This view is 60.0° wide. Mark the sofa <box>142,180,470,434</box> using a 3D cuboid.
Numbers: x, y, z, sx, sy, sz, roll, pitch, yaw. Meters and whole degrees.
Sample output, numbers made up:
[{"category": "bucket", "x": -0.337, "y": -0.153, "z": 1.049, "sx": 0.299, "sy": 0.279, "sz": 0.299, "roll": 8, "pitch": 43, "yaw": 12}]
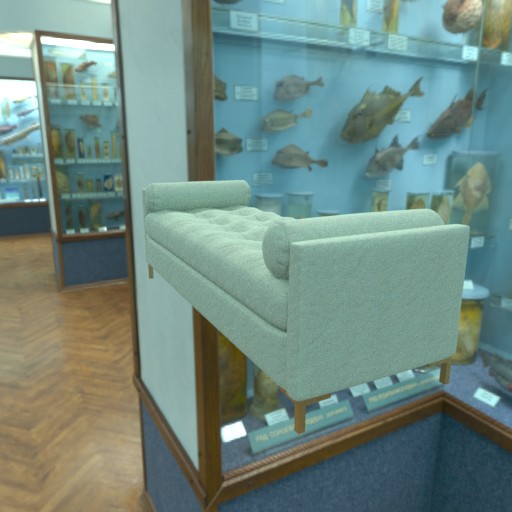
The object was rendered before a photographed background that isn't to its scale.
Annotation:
[{"category": "sofa", "x": 0.000, "y": 0.000, "z": 2.467, "sx": 0.796, "sy": 0.705, "sz": 2.102, "roll": -7, "pitch": 16, "yaw": -26}]
